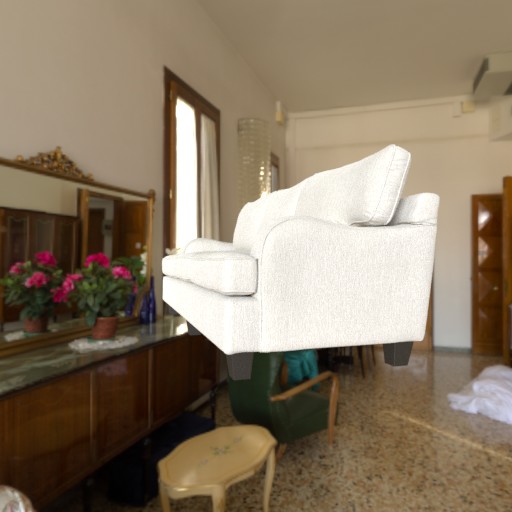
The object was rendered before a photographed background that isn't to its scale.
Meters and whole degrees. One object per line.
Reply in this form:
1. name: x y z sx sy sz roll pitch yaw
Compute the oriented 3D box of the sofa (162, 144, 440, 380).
1. sofa: 0.000 0.000 2.919 1.016 0.991 2.323 0 0 -18
